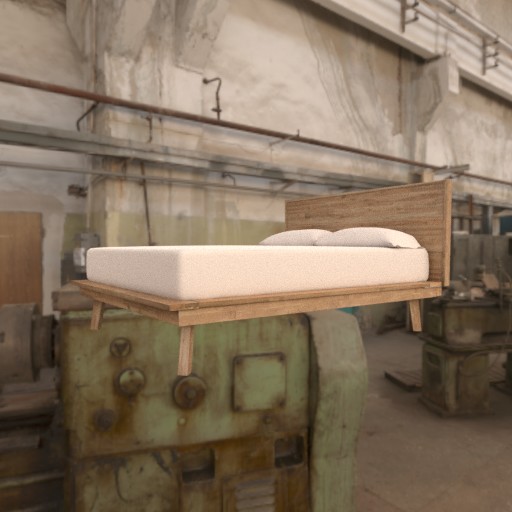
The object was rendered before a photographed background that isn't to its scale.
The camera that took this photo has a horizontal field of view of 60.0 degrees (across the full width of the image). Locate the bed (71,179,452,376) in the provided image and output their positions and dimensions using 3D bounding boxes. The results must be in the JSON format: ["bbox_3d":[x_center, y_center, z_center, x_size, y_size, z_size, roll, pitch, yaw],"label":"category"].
[{"bbox_3d":[0.000,0.000,3.209,2.145,1.071,1.759,-1,2,-36],"label":"bed"}]
